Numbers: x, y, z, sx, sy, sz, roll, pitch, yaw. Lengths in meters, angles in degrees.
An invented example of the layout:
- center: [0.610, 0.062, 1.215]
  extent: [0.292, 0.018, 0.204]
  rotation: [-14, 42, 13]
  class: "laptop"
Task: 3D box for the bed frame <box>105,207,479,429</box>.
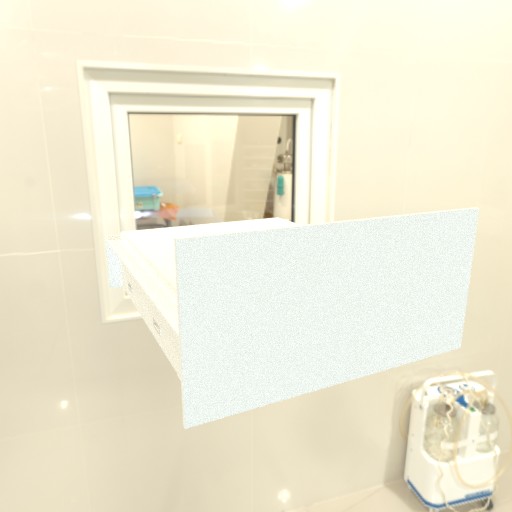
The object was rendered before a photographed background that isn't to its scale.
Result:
- center: [0.000, 0.000, 2.909]
  extent: [1.622, 0.800, 1.960]
  rotation: [-7, 17, -25]
  class: "bed frame"
